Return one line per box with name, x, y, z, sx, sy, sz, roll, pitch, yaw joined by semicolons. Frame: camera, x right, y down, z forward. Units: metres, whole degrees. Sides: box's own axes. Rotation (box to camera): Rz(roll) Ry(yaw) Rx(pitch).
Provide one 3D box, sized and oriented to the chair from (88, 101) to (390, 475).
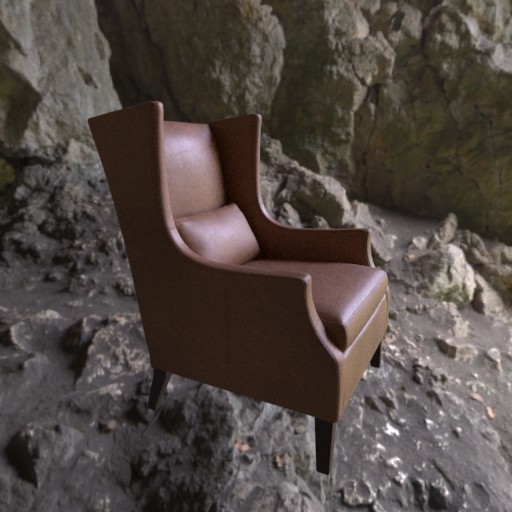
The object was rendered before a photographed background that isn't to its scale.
chair;0.000;0.000;1.702;0.913;1.088;0.815;7;16;26
